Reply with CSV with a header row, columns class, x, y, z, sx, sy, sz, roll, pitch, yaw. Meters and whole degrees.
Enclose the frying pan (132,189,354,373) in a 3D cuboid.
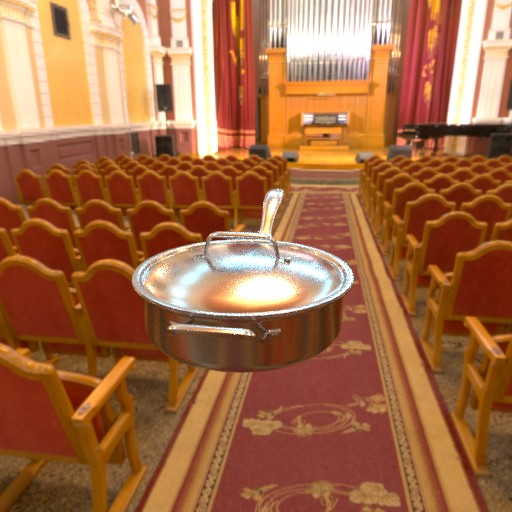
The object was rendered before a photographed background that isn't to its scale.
class,x,y,z,sx,sy,sz,roll,pitch,yaw
frying pan,0.000,0.000,0.591,0.245,0.111,0.492,3,18,9
